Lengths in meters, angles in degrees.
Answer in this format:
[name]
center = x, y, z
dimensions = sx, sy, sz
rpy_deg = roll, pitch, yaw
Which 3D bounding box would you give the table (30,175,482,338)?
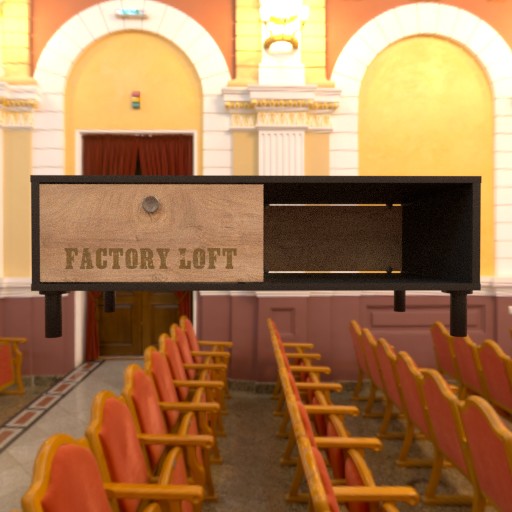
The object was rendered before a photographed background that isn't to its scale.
[table]
center = 0.000, 0.000, 1.345
dimensions = 1.100, 0.400, 0.550
rpy_deg = 0, 1, -1
